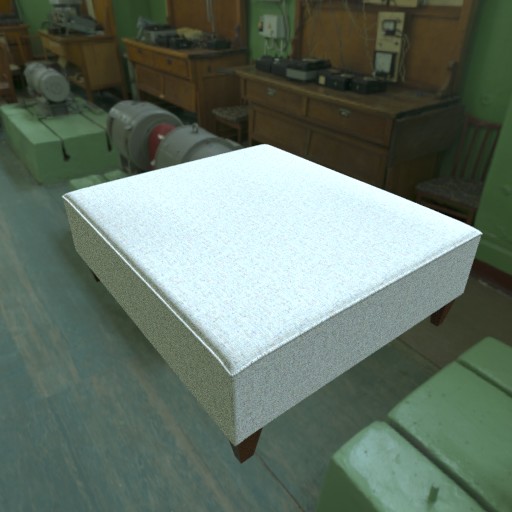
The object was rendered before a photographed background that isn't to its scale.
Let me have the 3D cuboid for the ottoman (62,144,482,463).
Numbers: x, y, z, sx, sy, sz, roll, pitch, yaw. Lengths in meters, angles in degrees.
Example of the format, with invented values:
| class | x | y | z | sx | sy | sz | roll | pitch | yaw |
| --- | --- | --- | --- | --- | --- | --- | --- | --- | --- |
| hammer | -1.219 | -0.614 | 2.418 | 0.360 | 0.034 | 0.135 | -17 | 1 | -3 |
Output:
| class | x | y | z | sx | sy | sz | roll | pitch | yaw |
| --- | --- | --- | --- | --- | --- | --- | --- | --- | --- |
| ottoman | 0.000 | 0.000 | 1.220 | 0.736 | 0.303 | 0.835 | -22 | 39 | -31 |
